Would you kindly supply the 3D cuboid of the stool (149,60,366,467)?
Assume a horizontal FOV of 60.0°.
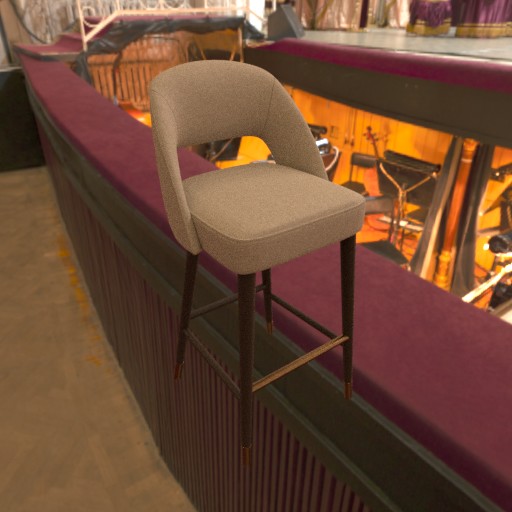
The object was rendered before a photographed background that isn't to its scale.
[{"bbox_3d":[0.000,0.000,1.325,0.494,1.037,0.509,-20,35,-31],"label":"stool"}]
